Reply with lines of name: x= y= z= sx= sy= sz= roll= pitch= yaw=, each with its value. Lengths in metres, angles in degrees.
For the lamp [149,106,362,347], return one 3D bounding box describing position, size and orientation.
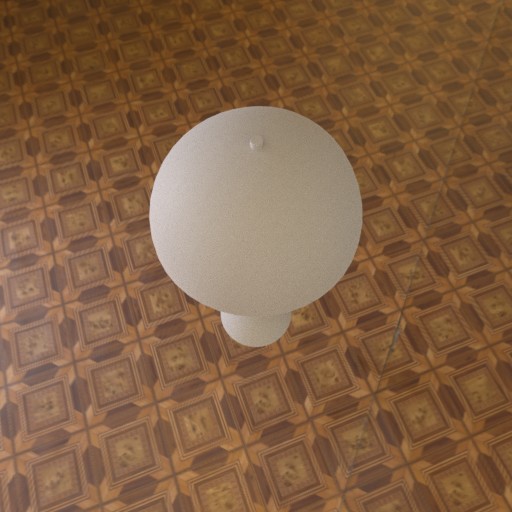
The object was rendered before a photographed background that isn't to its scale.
lamp: x=0.000 y=0.000 z=0.430 sx=0.171 sy=0.330 sz=0.171 roll=0 pitch=64 yaw=0
